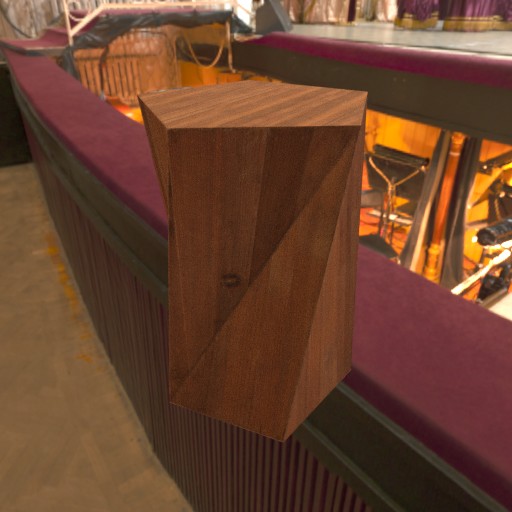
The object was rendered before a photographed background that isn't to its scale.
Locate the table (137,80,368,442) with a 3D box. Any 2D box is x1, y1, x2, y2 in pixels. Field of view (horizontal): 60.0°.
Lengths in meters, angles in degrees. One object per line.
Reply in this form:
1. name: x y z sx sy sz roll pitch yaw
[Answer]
1. table: 0.000 0.000 0.895 0.425 0.604 0.441 -21 36 -32
